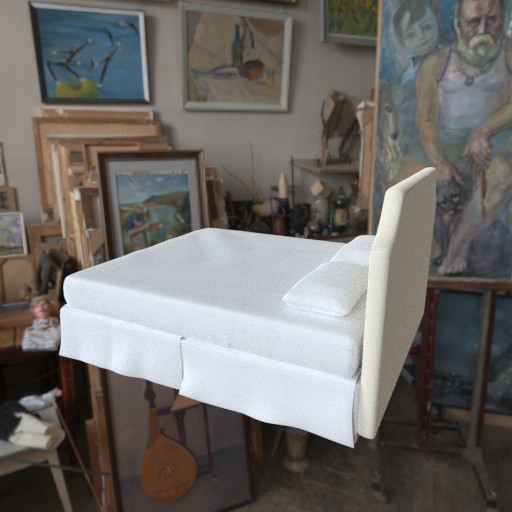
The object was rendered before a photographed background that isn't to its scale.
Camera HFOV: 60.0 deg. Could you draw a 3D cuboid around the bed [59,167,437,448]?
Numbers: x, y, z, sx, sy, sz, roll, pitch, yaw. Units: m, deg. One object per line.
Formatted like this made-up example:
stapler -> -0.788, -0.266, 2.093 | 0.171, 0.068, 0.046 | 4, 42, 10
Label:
bed -> 0.000, 0.000, 4.069 | 2.773, 1.590, 2.350 | 8, 18, 26
